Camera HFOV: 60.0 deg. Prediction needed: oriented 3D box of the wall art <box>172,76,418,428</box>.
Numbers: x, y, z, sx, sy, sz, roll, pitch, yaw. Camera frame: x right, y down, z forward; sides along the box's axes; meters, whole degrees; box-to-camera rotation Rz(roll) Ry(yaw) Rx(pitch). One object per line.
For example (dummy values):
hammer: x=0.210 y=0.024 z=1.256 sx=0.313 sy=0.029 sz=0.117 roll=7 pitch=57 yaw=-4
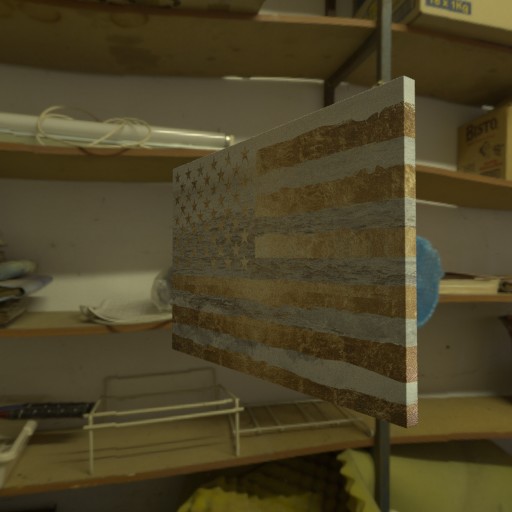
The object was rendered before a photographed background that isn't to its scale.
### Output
wall art: x=0.000 y=0.000 z=1.429 sx=0.041 sy=0.762 sz=1.145 roll=1 pitch=-2 yaw=-36
